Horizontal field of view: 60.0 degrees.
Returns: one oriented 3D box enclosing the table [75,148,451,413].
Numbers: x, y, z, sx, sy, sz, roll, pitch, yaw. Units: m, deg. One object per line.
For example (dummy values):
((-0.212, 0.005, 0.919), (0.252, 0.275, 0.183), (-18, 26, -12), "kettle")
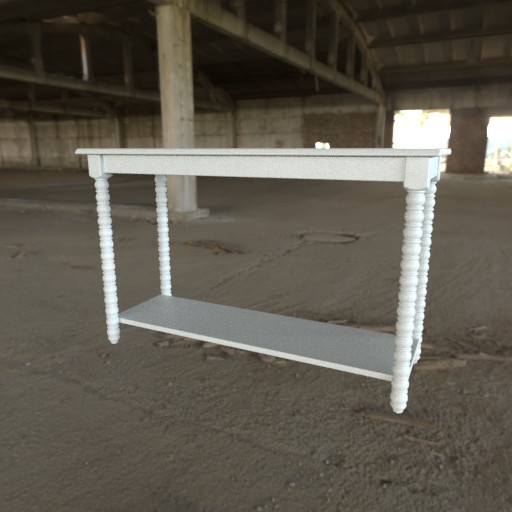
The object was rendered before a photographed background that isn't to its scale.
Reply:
((0.000, 0.000, 1.569), (1.184, 0.740, 0.459), (7, 15, 25), "table")
